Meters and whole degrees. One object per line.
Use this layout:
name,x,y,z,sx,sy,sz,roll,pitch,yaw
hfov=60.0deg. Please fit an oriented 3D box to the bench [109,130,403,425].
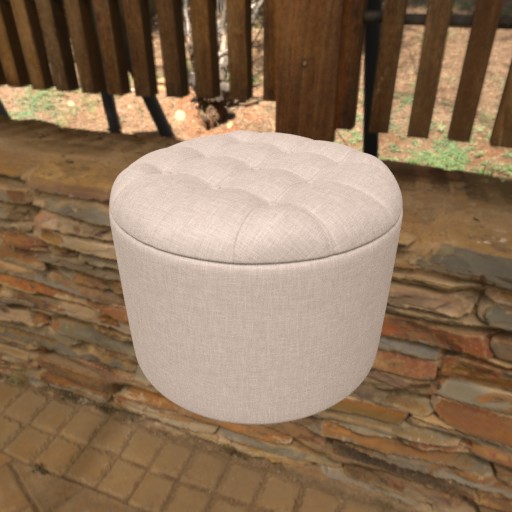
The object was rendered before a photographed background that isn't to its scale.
bench,0.000,0.000,1.013,0.600,0.453,0.600,0,31,0
